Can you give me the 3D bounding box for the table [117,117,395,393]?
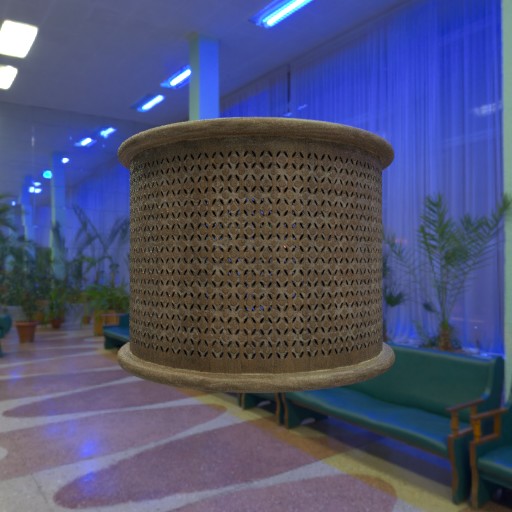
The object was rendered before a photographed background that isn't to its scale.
[{"bbox_3d":[0.000,0.000,1.016,0.607,0.450,0.607,0,0,0],"label":"table"}]
